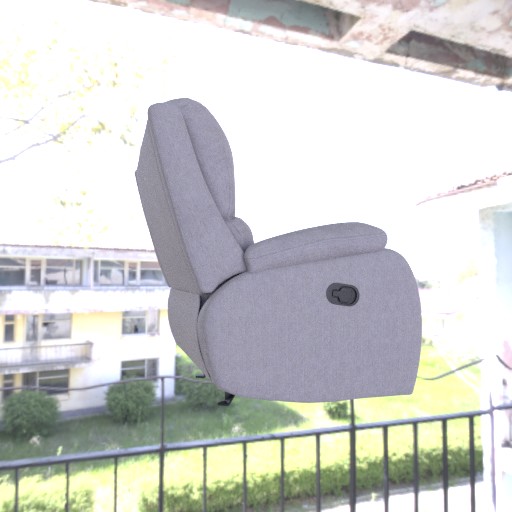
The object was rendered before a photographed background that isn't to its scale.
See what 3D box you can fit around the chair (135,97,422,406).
[{"bbox_3d":[0.000,0.000,1.749,0.899,1.011,0.930,1,-3,-18],"label":"chair"}]
